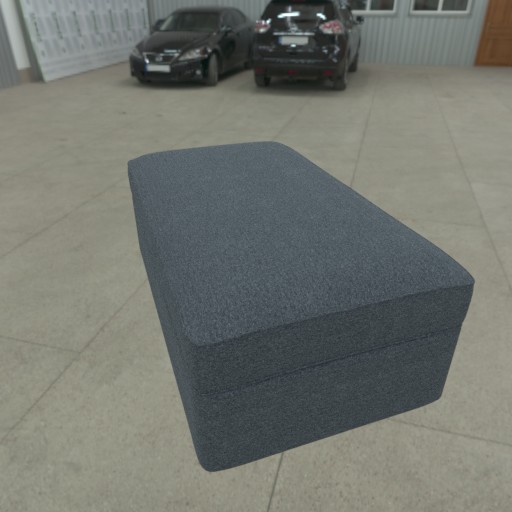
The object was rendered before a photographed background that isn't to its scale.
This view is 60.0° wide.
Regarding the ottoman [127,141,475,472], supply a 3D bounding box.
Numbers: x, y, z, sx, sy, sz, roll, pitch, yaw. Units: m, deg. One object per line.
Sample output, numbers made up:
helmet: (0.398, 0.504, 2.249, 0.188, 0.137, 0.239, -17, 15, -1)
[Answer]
ottoman: (0.000, 0.000, 1.473, 0.681, 0.494, 1.173, -10, 32, -17)
